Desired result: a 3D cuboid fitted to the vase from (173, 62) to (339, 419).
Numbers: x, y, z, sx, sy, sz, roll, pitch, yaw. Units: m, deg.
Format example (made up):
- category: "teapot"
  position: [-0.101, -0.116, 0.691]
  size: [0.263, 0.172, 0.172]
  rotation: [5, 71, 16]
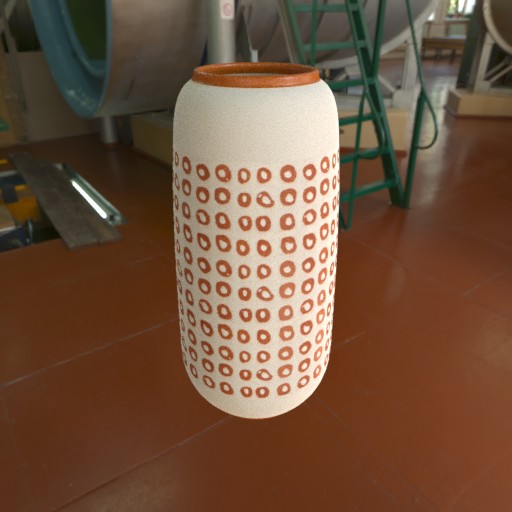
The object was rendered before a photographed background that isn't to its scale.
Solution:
- category: "vase"
  position: [0.000, 0.000, 0.359]
  size: [0.133, 0.282, 0.133]
  rotation: [0, 29, 0]
